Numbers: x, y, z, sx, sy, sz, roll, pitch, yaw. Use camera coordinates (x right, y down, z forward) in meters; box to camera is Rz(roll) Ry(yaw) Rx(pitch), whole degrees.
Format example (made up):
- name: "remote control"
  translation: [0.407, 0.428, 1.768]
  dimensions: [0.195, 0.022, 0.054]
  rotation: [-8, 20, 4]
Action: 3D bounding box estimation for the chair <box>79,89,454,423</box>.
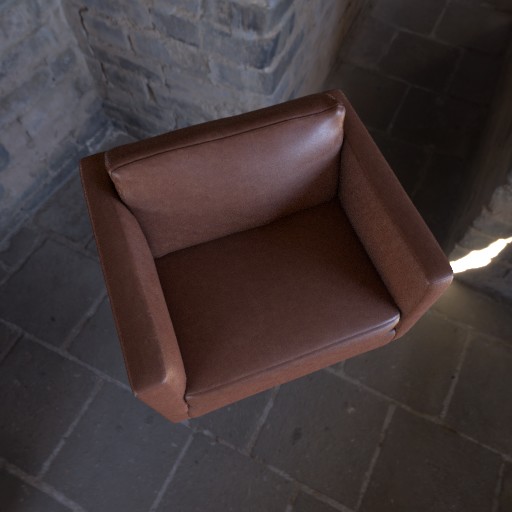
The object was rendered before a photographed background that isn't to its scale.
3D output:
- name: "chair"
  translation: [0.000, 0.000, 1.800]
  dimensions: [1.107, 0.917, 0.959]
  rotation: [-18, 65, -9]
